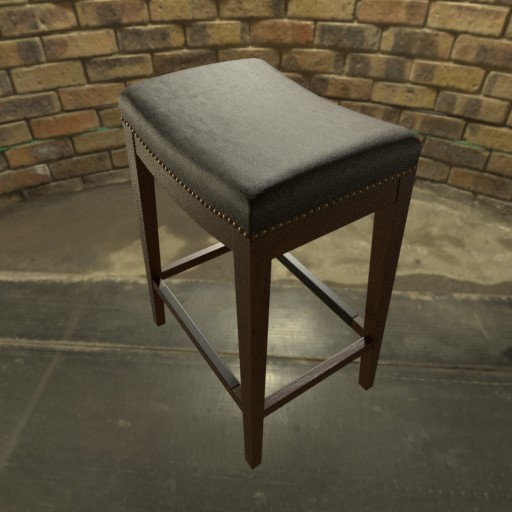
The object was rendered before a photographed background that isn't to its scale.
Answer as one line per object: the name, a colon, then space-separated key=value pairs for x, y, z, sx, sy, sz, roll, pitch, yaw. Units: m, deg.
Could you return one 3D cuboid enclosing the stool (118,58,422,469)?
stool: x=0.000 y=0.000 z=0.934 sx=0.353 sy=0.664 sz=0.490 roll=-24 pitch=47 yaw=-25
